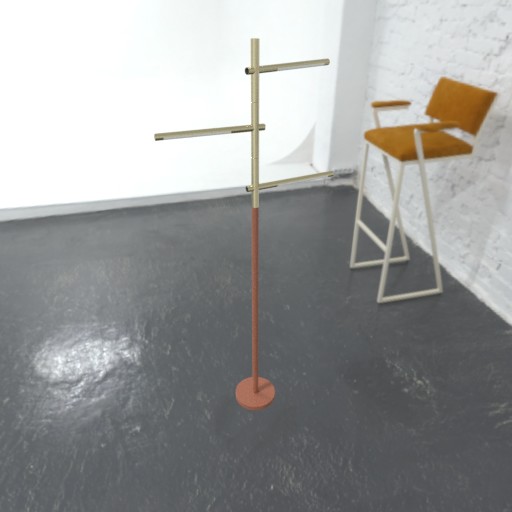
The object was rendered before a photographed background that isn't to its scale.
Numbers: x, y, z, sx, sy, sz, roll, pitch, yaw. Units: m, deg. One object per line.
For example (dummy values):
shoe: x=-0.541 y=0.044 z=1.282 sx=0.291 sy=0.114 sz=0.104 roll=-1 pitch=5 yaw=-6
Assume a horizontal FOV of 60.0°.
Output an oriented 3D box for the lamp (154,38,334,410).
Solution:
lamp: x=0.000 y=0.000 z=1.930 sx=0.737 sy=1.704 sz=0.209 roll=-19 pitch=35 yaw=-29
